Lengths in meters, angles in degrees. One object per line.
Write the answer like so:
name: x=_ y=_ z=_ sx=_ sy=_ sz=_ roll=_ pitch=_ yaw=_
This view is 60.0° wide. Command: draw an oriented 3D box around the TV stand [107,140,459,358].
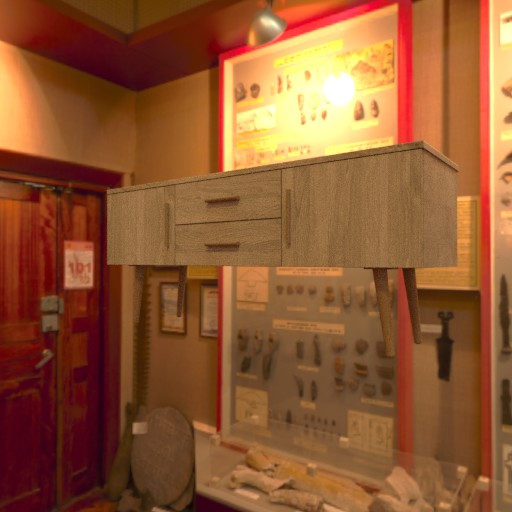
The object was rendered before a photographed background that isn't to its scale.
TV stand: x=0.000 y=0.000 z=1.637 sx=1.313 sy=0.565 sz=0.401 roll=0 pitch=-1 yaw=37
